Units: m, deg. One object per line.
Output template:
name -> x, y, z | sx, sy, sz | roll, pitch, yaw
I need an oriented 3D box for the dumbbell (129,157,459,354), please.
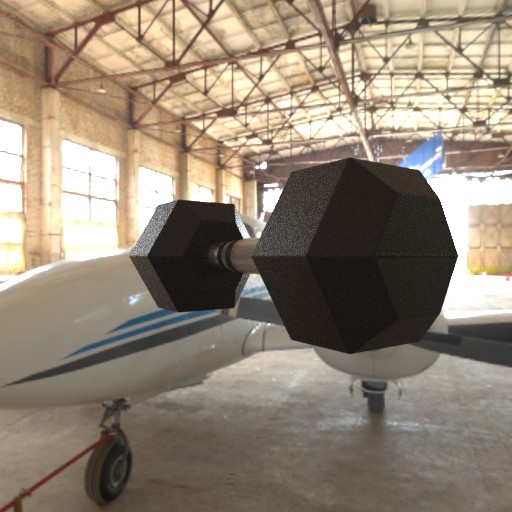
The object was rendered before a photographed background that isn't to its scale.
dumbbell -> 0.000, 0.000, 0.421 | 0.141, 0.123, 0.356 | 0, 0, -35
